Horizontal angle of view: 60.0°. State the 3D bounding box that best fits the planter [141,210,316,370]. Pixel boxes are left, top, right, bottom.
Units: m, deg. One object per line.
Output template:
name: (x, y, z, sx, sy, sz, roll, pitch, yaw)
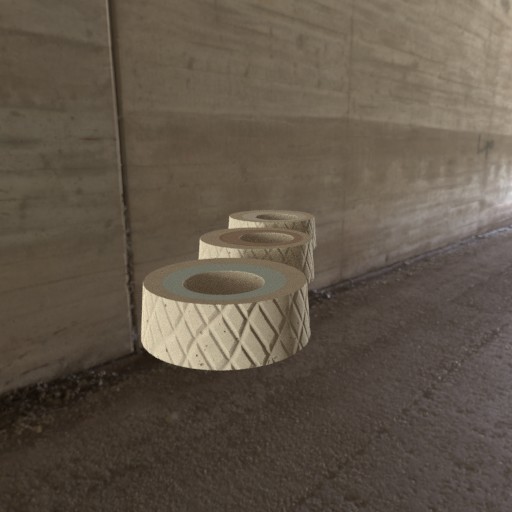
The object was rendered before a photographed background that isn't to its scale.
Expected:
planter: (0.000, 0.000, 0.431, 0.114, 0.038, 0.390, 2, 14, 8)
